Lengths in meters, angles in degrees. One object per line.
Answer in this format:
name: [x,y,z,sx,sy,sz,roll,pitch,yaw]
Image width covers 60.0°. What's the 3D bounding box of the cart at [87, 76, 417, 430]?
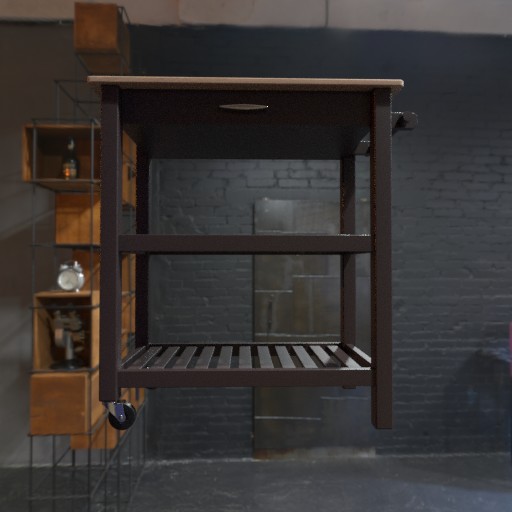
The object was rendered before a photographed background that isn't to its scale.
cart: [0.000,0.000,1.384,0.899,0.927,0.457,0,-1,-2]
